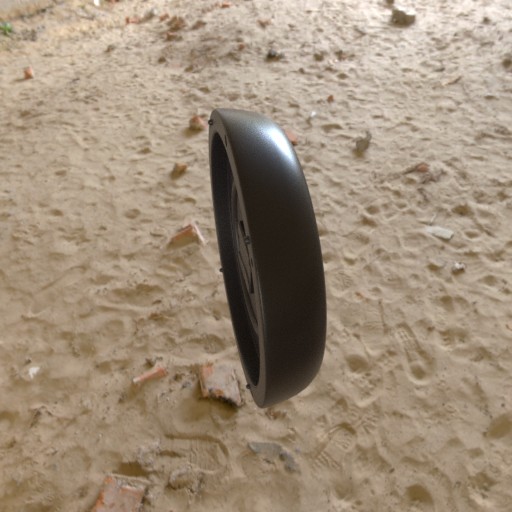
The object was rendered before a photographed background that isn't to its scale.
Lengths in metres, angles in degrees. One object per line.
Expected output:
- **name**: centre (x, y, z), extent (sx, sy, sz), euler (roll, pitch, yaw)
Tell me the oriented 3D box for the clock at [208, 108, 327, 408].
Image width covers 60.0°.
- **clock**: centre (0.000, 0.000, 0.466), extent (0.060, 0.300, 0.300), euler (-9, 45, -9)
